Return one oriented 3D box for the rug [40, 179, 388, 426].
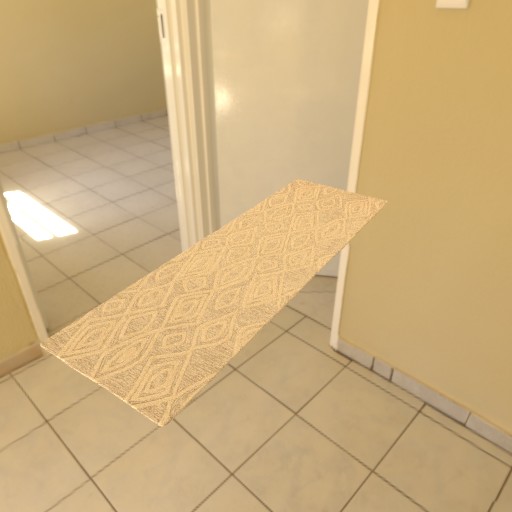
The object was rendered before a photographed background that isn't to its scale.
[{"bbox_3d":[0.000,0.000,2.731,0.807,0.013,2.436,20,37,28],"label":"rug"}]
